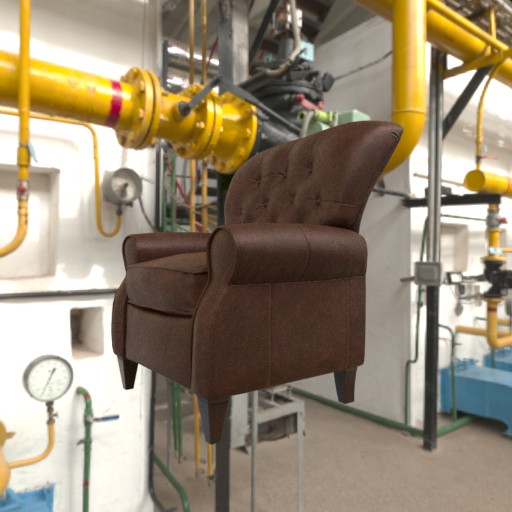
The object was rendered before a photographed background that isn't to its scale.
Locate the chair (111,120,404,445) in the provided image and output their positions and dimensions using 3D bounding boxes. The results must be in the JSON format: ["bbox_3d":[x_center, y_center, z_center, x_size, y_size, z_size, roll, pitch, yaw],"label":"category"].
[{"bbox_3d":[0.000,0.000,1.926,1.031,1.162,0.979,0,0,-37],"label":"chair"}]
